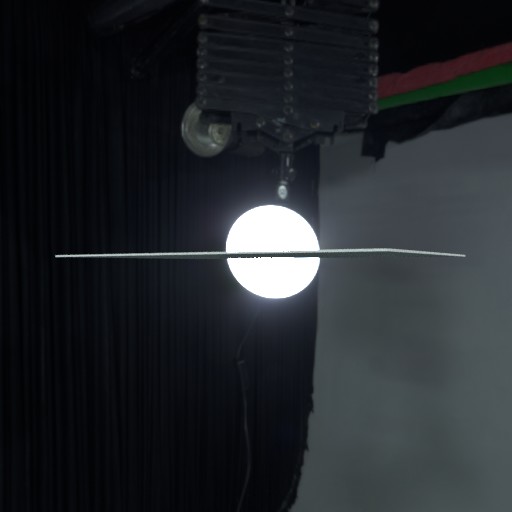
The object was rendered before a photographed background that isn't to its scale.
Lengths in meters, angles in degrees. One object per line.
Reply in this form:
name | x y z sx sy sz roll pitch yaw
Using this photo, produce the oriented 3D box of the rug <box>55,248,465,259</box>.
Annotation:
rug | 0.000 0.000 2.258 1.753 0.008 1.143 -1 -1 36
